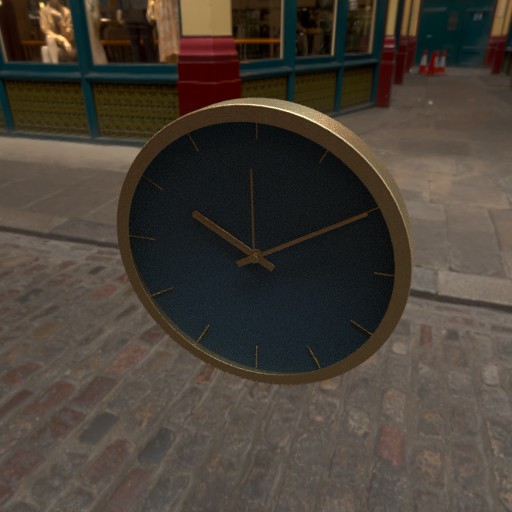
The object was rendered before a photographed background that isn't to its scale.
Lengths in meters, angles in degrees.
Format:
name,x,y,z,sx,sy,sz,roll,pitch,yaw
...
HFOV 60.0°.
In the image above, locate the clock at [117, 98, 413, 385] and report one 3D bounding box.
name,x,y,z,sx,sy,sz,roll,pitch,yaw
clock,0.000,0.000,0.469,0.314,0.314,0.040,9,28,16
